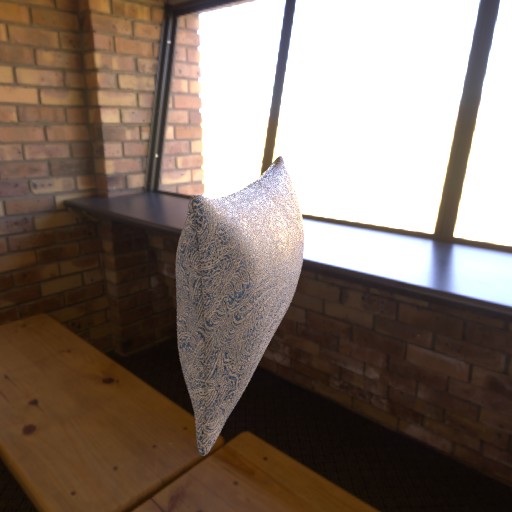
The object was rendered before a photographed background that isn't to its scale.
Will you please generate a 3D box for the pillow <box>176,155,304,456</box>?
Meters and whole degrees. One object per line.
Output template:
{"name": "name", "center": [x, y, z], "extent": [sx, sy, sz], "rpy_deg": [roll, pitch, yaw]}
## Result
{"name": "pillow", "center": [0.000, 0.000, 0.744], "extent": [0.151, 0.295, 0.615], "rpy_deg": [3, 16, 10]}
